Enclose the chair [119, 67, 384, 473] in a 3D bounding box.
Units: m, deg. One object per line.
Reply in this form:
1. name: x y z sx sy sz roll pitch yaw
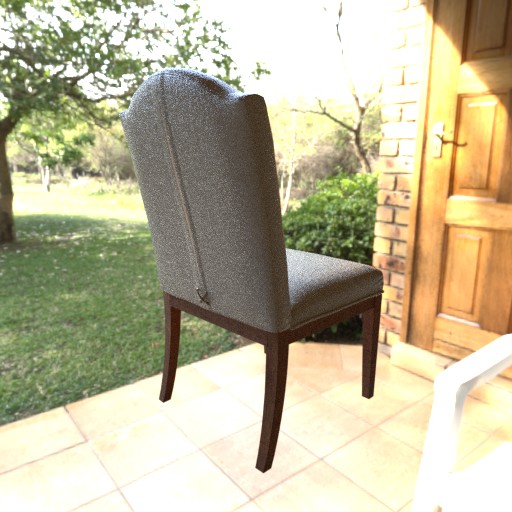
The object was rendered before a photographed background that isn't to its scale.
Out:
1. chair: 0.000 0.000 1.365 0.648 1.012 0.534 -12 18 -43
